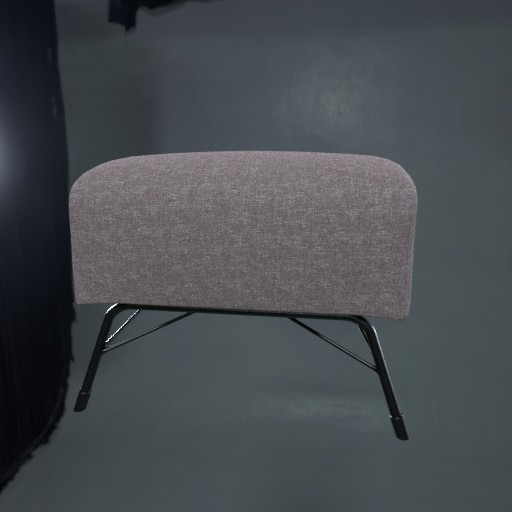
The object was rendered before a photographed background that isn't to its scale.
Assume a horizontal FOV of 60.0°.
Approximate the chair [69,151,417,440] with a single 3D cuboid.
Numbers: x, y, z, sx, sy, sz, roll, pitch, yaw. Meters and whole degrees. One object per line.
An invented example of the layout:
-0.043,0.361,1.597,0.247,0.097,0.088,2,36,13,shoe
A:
0.000,0.000,0.889,0.530,0.410,0.530,2,14,8,chair
